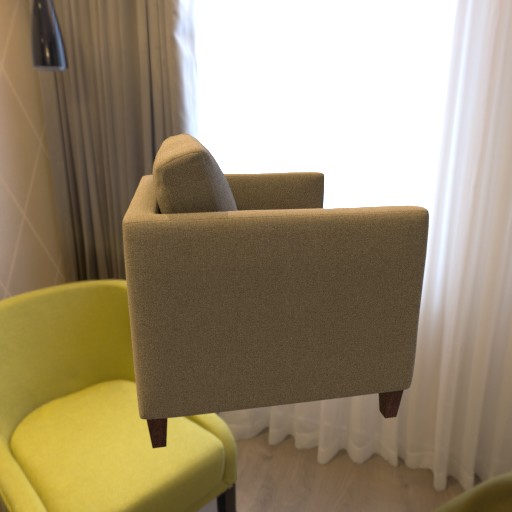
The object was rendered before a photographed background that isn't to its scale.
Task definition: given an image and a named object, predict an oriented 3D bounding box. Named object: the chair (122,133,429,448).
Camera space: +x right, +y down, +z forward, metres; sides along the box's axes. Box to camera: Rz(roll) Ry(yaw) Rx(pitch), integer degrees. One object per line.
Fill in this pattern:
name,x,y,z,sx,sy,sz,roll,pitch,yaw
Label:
chair,0.000,0.000,1.844,0.959,0.963,1.107,-3,17,-10
